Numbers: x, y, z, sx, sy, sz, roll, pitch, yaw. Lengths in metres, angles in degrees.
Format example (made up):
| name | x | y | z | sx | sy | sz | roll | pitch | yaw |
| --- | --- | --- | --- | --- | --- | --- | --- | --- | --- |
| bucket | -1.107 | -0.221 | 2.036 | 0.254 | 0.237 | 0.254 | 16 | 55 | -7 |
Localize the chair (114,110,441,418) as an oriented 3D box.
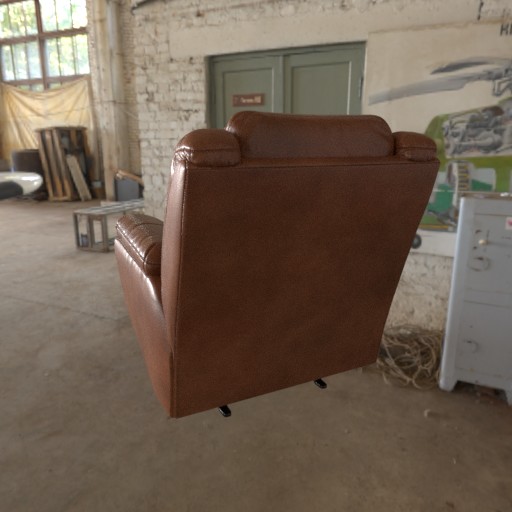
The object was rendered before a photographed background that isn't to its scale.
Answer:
| name | x | y | z | sx | sy | sz | roll | pitch | yaw |
| --- | --- | --- | --- | --- | --- | --- | --- | --- | --- |
| chair | 0.000 | 0.000 | 1.844 | 0.990 | 1.093 | 1.041 | -7 | 16 | -26 |
